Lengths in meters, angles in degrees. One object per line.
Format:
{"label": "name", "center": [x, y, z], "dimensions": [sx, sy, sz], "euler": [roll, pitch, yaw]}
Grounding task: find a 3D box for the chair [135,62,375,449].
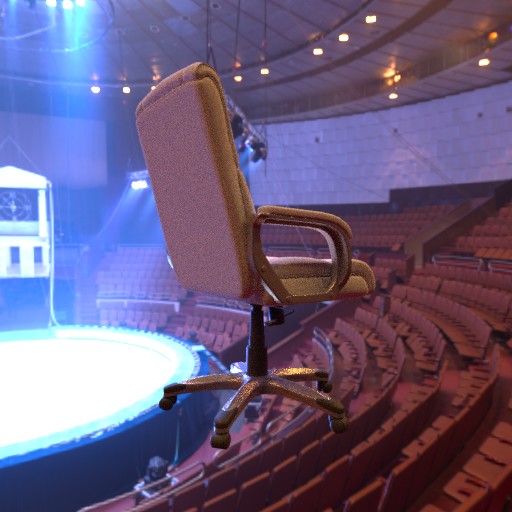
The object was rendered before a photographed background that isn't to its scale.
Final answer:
{"label": "chair", "center": [0.000, 0.000, 1.603], "dimensions": [0.738, 1.120, 0.687], "euler": [-1, 1, -35]}
